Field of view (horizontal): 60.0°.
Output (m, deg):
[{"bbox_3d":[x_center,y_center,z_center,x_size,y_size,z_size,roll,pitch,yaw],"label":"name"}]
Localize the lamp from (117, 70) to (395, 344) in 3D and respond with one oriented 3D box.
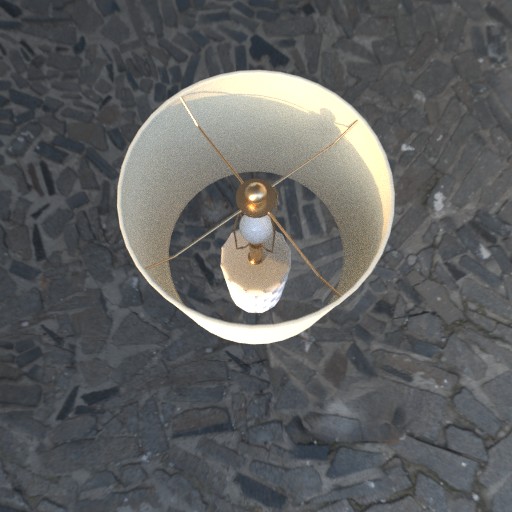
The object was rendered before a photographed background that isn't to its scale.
[{"bbox_3d":[0.000,0.000,0.702,0.277,0.537,0.277,2,76,0],"label":"lamp"}]
